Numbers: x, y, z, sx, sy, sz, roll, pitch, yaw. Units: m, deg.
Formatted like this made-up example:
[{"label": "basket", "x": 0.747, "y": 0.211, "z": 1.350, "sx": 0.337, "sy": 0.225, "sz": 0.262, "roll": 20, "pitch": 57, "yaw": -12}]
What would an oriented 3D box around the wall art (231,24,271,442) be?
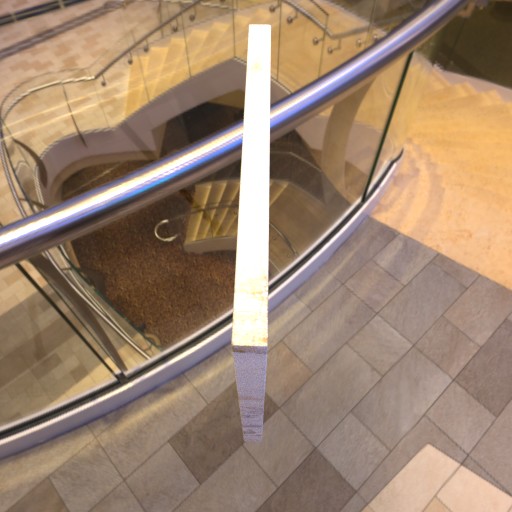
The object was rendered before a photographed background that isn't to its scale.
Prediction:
[{"label": "wall art", "x": 0.000, "y": 0.000, "z": 0.905, "sx": 0.040, "sy": 0.613, "sz": 0.611, "roll": 1, "pitch": 58, "yaw": 1}]
